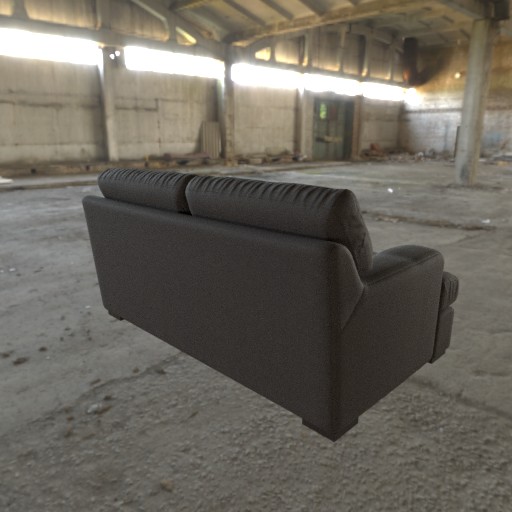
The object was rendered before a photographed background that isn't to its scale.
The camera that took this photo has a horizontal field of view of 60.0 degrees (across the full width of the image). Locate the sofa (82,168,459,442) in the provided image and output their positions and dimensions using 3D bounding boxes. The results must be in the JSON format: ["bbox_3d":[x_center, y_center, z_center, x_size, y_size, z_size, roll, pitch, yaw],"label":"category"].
[{"bbox_3d":[0.000,0.000,2.464,1.880,0.940,1.143,15,21,43],"label":"sofa"}]
